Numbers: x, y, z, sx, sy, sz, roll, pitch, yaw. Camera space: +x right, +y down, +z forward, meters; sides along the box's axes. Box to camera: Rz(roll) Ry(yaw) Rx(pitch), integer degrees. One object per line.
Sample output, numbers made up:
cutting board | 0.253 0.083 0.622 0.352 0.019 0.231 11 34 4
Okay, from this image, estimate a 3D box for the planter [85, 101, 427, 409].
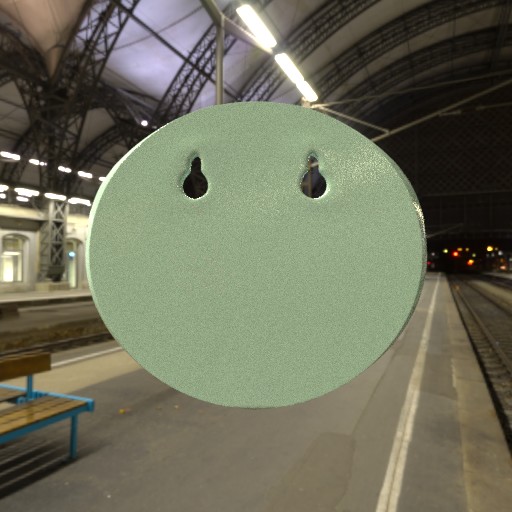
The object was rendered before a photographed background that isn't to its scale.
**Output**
planter | 0.000 0.000 0.270 0.189 0.164 0.073 0 -1 1
